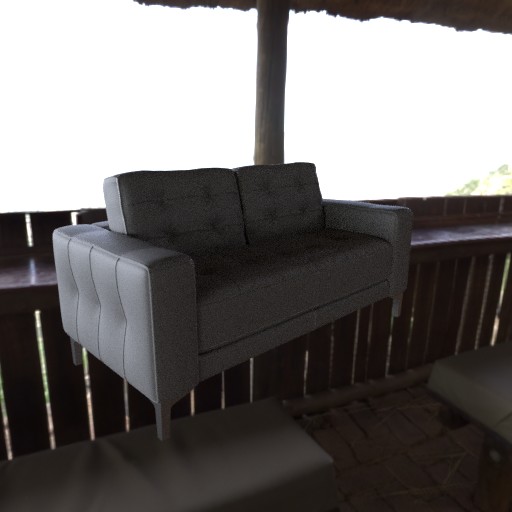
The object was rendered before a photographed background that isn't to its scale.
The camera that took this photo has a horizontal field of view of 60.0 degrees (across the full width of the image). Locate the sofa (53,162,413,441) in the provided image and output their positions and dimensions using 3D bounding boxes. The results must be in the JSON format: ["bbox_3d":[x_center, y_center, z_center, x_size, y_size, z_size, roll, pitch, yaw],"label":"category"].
[{"bbox_3d":[0.000,0.000,2.254,1.726,0.892,0.833,-14,20,-42],"label":"sofa"}]
